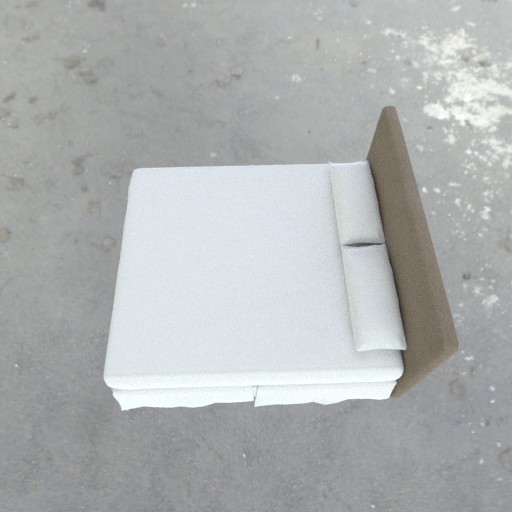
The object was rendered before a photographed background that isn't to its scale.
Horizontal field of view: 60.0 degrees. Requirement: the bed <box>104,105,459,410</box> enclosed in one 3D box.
[{"bbox_3d":[0.000,0.000,3.604,2.341,1.317,2.119,-1,60,-1],"label":"bed"}]
